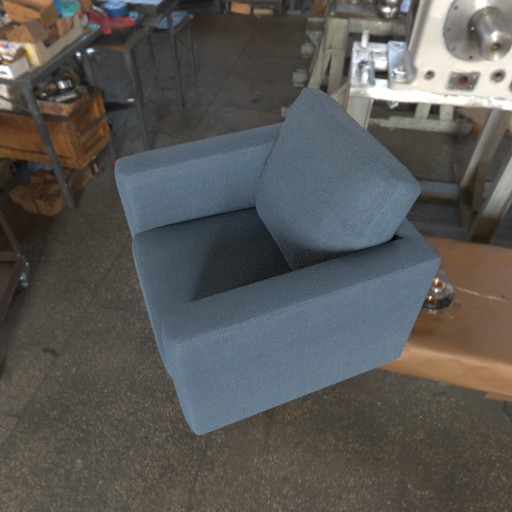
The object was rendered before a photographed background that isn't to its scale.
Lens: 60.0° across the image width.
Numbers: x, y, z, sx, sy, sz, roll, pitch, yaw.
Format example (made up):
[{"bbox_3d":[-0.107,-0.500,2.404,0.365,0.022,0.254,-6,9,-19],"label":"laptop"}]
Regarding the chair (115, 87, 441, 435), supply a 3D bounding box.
[{"bbox_3d":[0.000,0.000,1.575,0.820,0.922,0.855,-16,49,-14],"label":"chair"}]
